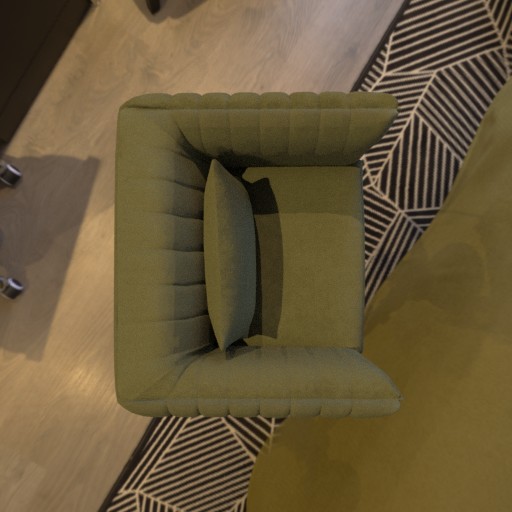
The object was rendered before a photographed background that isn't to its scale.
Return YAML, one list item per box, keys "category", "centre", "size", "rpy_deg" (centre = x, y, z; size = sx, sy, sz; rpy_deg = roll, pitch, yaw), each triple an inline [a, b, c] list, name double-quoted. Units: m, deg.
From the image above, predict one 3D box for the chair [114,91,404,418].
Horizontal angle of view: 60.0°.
- category: "chair"
  centre: [0.000, 0.000, 1.673]
  size: [0.877, 0.794, 1.032]
  rpy_deg: [0, 89, 1]
